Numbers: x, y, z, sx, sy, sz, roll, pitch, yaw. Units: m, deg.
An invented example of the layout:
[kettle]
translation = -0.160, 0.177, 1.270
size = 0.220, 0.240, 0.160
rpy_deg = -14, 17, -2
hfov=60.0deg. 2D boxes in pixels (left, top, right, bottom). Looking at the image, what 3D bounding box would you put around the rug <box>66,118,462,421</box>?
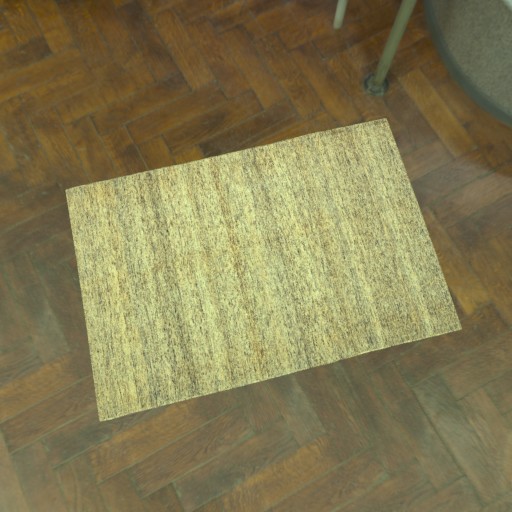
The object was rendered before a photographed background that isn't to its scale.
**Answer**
[rug]
translation = 0.000, 0.000, 2.333
size = 1.846, 0.014, 1.243
rpy_deg = -13, 76, -3
